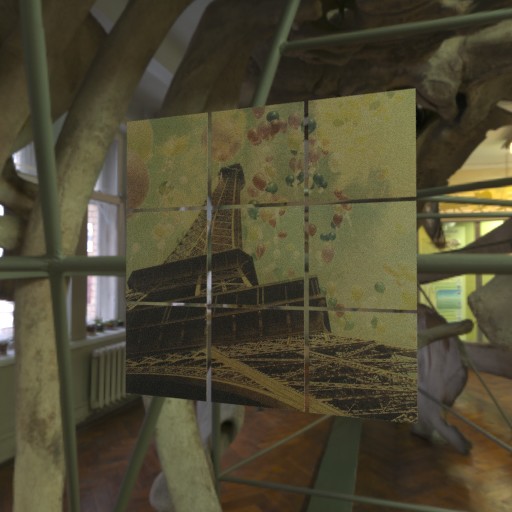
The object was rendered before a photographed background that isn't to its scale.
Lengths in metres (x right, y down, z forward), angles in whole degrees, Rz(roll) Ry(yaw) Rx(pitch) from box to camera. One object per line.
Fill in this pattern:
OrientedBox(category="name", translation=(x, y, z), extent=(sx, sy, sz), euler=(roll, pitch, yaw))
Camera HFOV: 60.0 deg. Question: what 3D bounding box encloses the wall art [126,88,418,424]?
OrientedBox(category="wall art", translation=(0.000, 0.000, 2.226), extent=(1.517, 1.505, 0.002), euler=(0, -1, 18))
